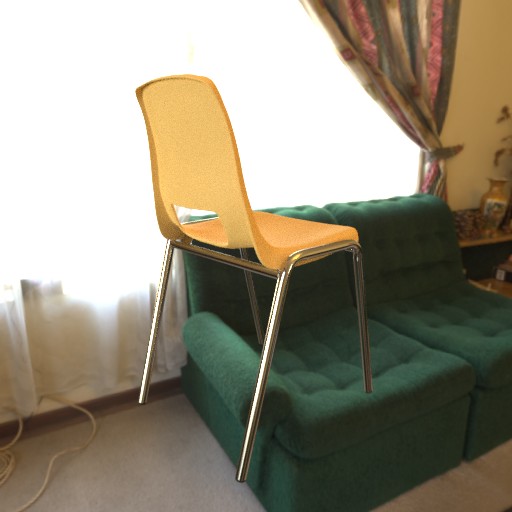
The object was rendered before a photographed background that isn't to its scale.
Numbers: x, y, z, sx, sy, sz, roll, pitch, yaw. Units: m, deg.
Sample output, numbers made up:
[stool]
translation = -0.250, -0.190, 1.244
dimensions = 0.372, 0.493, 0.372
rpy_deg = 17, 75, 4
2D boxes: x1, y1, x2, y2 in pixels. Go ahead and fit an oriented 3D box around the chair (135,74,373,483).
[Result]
[chair]
translation = 0.000, 0.000, 0.970
dimensions = 0.381, 0.704, 0.436
rpy_deg = 15, 22, 43
